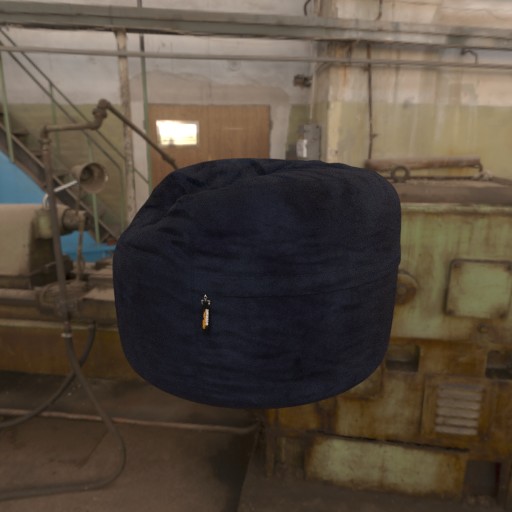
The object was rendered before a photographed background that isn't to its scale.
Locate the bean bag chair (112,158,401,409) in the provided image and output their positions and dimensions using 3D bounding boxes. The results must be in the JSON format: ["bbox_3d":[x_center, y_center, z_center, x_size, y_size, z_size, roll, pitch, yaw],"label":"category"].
[{"bbox_3d":[0.000,0.000,1.473,0.918,0.616,0.918,0,15,0],"label":"bean bag chair"}]
